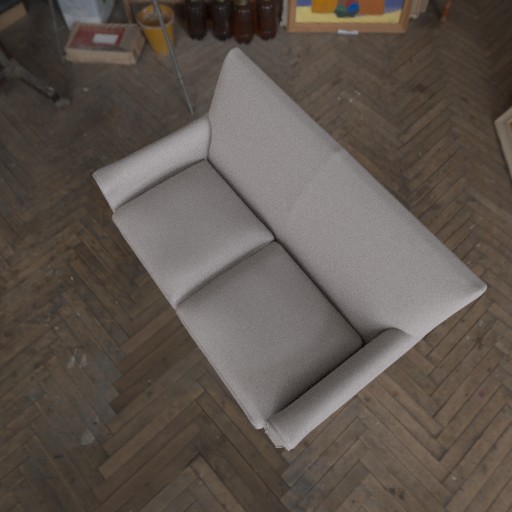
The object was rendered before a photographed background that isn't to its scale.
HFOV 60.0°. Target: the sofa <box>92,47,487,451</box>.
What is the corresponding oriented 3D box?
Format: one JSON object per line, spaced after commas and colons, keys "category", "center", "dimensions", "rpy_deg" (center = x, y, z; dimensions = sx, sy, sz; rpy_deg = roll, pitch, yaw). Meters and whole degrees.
{"category": "sofa", "center": [0.000, 0.000, 2.045], "dimensions": [0.888, 0.890, 1.482], "rpy_deg": [-34, 69, -15]}
